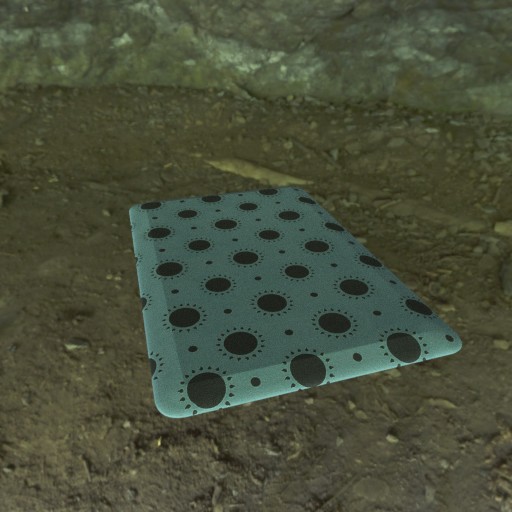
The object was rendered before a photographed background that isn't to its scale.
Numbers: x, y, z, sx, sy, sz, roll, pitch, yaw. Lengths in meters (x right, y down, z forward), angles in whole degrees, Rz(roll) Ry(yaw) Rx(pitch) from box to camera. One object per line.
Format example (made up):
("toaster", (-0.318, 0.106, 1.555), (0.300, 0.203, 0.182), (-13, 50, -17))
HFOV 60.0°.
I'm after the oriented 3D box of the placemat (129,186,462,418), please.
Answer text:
("placemat", (0.000, 0.000, 0.973), (0.508, 0.021, 0.762), (-9, 31, -15))
